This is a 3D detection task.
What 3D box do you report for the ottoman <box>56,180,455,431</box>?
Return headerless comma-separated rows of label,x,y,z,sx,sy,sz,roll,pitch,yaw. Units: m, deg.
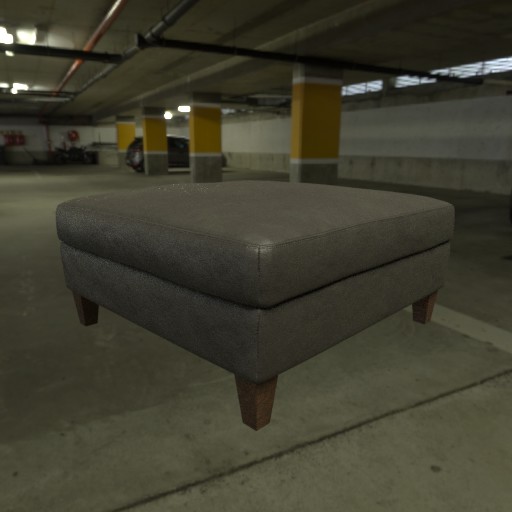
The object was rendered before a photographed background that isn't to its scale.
ottoman,0.000,0.000,1.295,0.836,0.415,0.844,13,19,43
